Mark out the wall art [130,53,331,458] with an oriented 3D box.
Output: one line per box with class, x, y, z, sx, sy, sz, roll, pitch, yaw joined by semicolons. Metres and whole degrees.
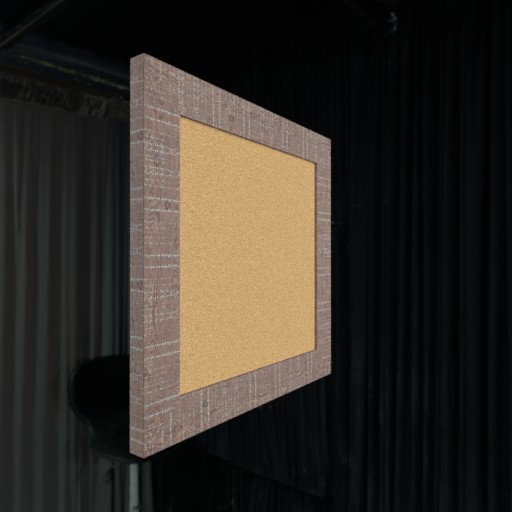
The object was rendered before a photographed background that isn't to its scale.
wall art;0.000;0.000;0.802;0.029;0.531;0.531;0;0;37
